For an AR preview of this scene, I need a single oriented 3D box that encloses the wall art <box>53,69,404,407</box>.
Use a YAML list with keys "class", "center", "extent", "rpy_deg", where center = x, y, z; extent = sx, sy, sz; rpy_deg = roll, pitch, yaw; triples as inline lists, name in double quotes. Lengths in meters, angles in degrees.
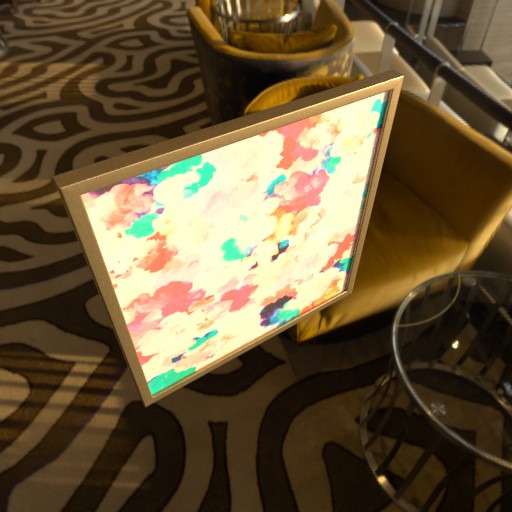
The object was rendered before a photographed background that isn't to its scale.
- class: "wall art"
  center: [0.000, 0.000, 1.131]
  extent: [0.767, 0.765, 0.036]
  rpy_deg: [-25, 51, -22]
